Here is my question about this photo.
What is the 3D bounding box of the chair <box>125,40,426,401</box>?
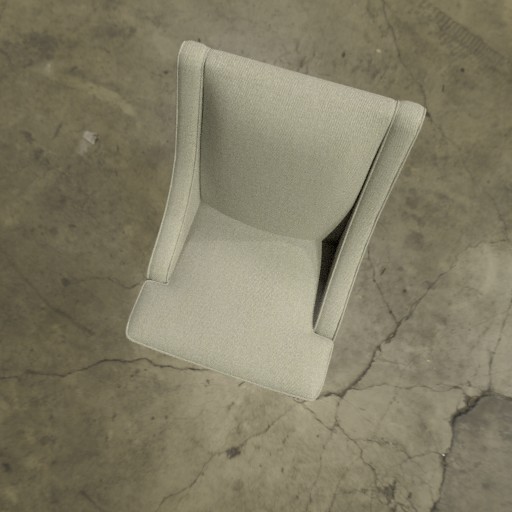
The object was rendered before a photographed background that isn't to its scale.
[{"bbox_3d":[0.000,0.000,1.395,0.628,0.872,0.748,18,75,5],"label":"chair"}]
